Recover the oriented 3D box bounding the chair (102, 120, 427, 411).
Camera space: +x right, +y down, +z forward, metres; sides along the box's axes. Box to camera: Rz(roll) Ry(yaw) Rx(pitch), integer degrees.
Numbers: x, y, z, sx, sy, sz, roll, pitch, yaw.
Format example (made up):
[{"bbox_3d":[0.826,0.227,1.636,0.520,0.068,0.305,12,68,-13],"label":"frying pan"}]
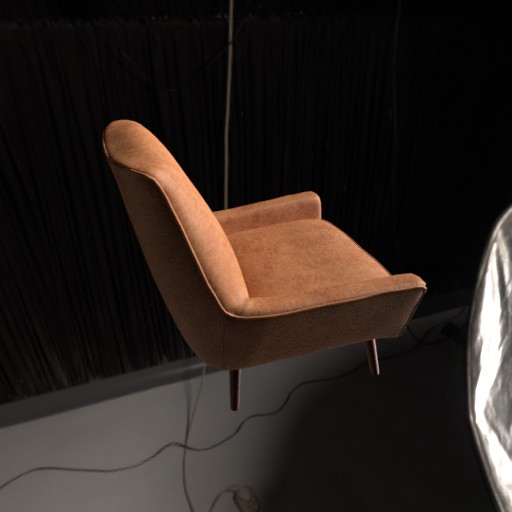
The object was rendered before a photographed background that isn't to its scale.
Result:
[{"bbox_3d":[0.000,0.000,1.502,0.851,0.883,0.753,-11,33,-18],"label":"chair"}]
